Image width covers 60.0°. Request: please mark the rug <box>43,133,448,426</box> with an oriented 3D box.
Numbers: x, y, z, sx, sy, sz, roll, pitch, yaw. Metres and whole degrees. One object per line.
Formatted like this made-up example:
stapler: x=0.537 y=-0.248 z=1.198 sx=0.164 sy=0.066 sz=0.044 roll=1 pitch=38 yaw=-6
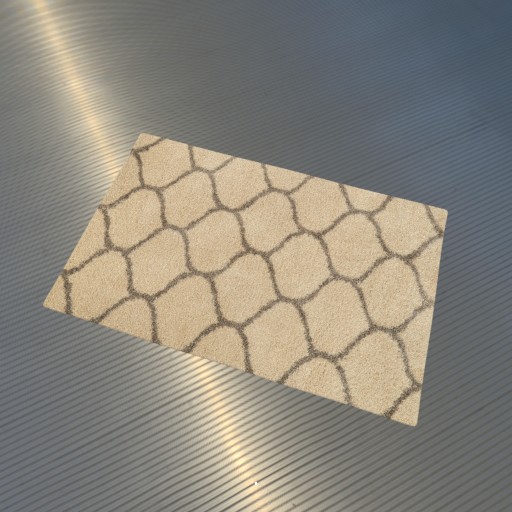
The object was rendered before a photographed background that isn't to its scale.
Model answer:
rug: x=0.000 y=0.000 z=2.950 sx=2.348 sy=0.024 sz=1.501 roll=16 pitch=64 yaw=8
